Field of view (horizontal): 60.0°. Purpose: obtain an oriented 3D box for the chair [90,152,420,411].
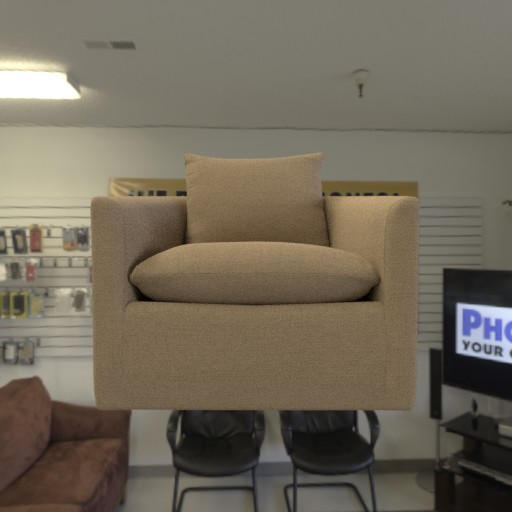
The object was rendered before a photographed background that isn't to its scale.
[{"bbox_3d":[0.000,0.000,1.555,0.845,0.848,0.910,0,0,0],"label":"chair"}]
